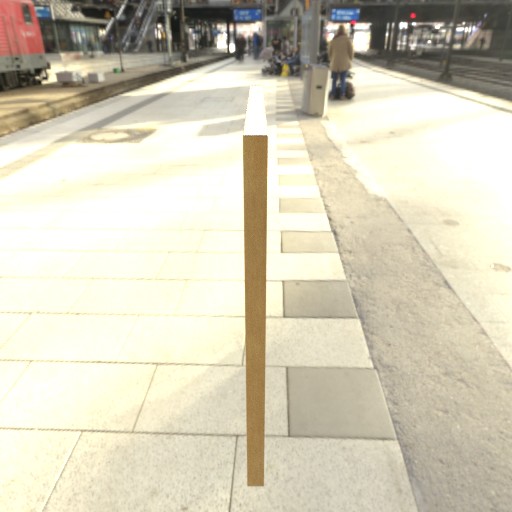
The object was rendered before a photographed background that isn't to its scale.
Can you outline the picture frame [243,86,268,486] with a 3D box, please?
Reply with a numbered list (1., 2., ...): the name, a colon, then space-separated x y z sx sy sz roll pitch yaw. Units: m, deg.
1. picture frame: 0.000 0.000 1.151 0.037 0.761 0.758 0 26 0
